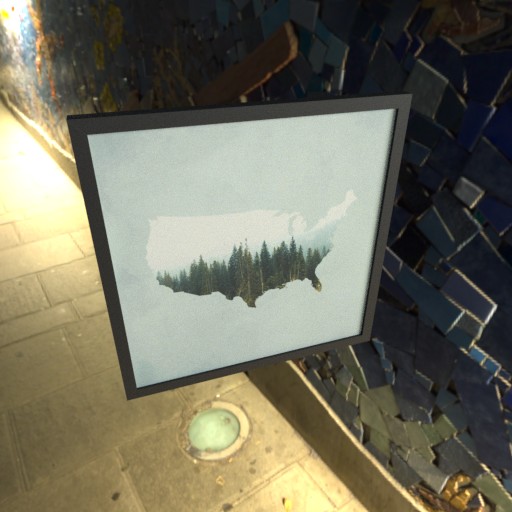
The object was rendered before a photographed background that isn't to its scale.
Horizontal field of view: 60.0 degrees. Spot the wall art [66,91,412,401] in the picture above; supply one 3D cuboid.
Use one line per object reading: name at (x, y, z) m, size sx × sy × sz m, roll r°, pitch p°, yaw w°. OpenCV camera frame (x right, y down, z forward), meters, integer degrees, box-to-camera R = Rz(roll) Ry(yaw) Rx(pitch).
wall art at (0.000, 0.000, 1.146) m, size 0.763 × 0.763 × 0.038 m, roll -10°, pitch 32°, yaw -16°
